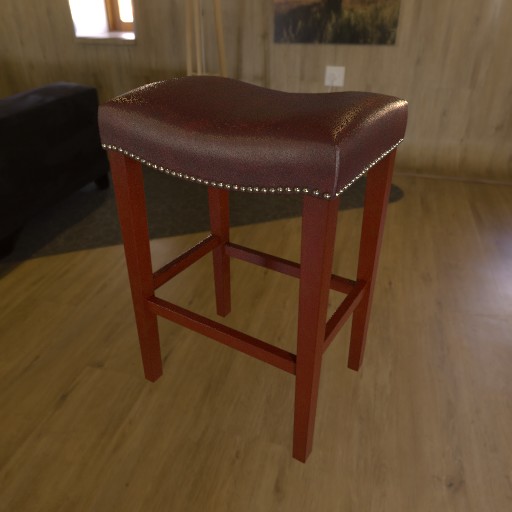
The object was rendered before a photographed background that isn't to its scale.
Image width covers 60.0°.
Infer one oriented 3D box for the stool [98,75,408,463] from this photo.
[{"bbox_3d":[0.000,0.000,1.033,0.504,0.742,0.372,18,35,27],"label":"stool"}]
